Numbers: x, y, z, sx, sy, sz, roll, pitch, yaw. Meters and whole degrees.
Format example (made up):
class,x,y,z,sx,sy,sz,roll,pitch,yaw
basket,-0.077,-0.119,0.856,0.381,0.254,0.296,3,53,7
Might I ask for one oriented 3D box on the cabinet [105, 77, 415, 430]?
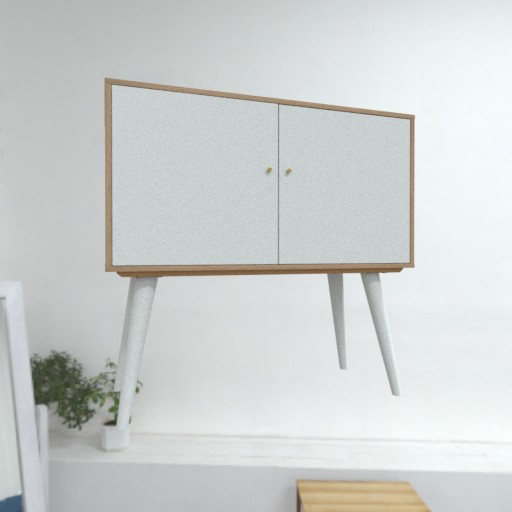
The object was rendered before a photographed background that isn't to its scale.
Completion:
class,x,y,z,sx,sy,sz,roll,pitch,yaw
cabinet,0.000,0.000,1.639,1.057,1.016,0.470,0,1,-19
